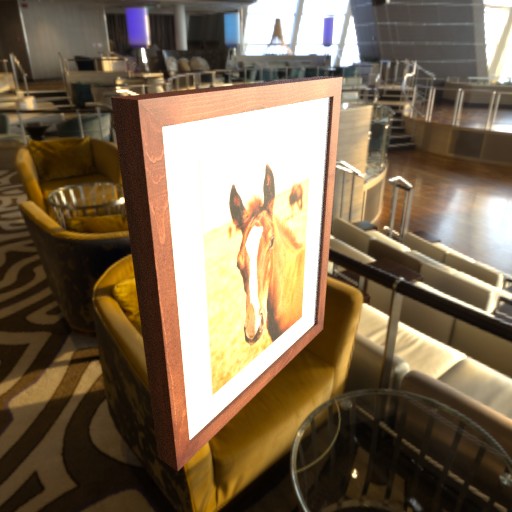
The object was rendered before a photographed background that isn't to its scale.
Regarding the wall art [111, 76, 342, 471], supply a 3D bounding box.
[{"bbox_3d":[0.000,0.000,0.527,0.030,0.381,0.330,17,30,32],"label":"wall art"}]
